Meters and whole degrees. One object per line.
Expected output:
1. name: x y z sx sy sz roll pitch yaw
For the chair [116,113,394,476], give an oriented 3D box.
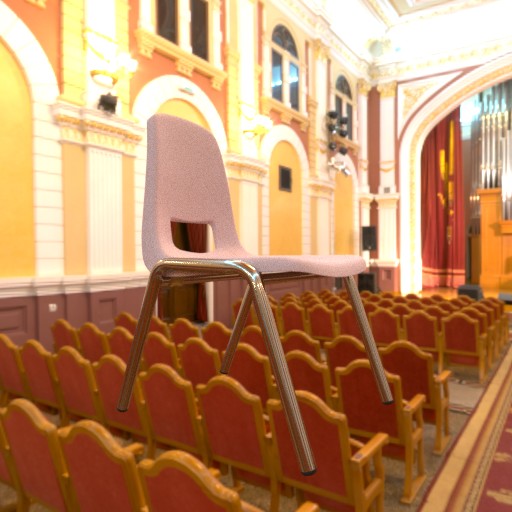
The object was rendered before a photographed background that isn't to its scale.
1. chair: 0.000 0.000 0.845 0.423 0.586 0.354 1 1 35
